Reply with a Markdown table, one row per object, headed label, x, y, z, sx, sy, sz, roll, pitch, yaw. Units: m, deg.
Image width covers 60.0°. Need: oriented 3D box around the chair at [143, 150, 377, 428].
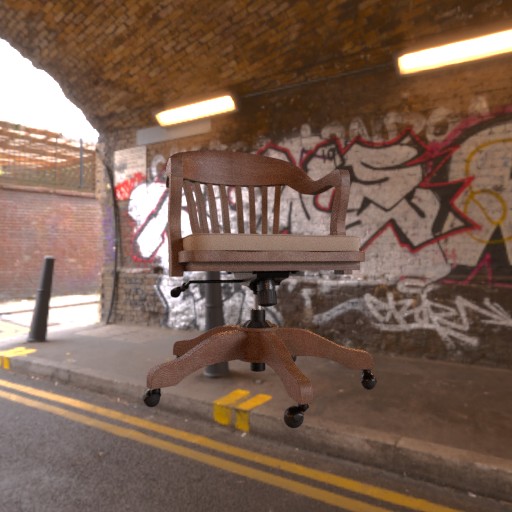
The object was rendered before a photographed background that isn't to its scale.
| label | x | y | z | sx | sy | sz | roll | pitch | yaw |
| --- | --- | --- | --- | --- | --- | --- | --- | --- | --- |
| chair | 0.000 | 0.000 | 1.486 | 0.750 | 0.878 | 0.788 | 0 | 0 | -19 |
